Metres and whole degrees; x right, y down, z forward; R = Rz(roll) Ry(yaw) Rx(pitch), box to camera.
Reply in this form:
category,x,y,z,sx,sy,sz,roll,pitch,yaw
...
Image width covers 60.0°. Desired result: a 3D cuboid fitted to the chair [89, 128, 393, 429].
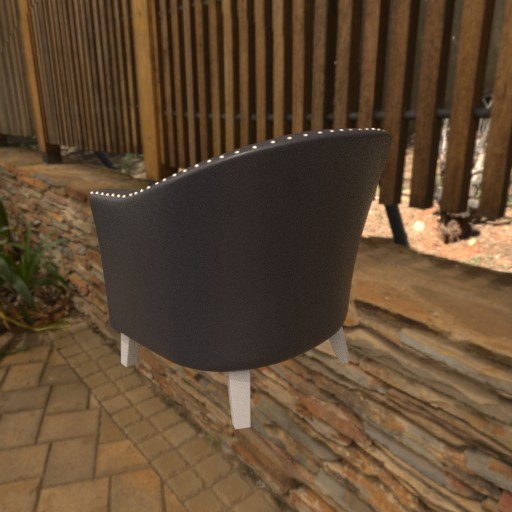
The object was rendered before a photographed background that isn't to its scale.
category,x,y,z,sx,sy,sz,roll,pitch,yaw
chair,0.000,0.000,1.461,0.794,0.823,0.748,-17,24,-42
